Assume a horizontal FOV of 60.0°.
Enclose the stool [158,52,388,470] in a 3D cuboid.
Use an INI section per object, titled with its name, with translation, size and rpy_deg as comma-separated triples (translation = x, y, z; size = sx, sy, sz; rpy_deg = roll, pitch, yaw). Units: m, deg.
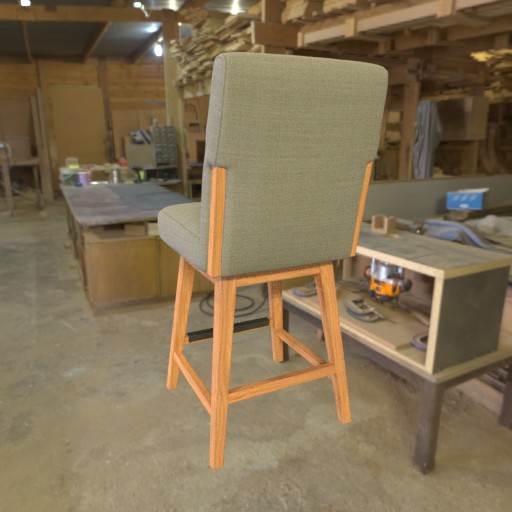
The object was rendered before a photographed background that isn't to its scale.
[stool]
translation = 0.000, 0.000, 1.308
size = 0.459, 1.019, 0.570
rpy_deg = -8, 17, -25
